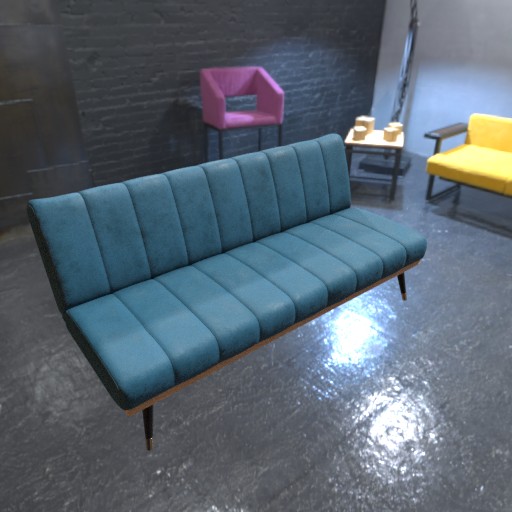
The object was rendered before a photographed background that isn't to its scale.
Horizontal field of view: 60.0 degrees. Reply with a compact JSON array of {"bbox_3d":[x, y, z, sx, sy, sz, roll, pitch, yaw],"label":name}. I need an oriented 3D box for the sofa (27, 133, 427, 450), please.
[{"bbox_3d":[0.000,0.000,2.232,1.810,0.825,0.830,-21,35,-33],"label":"sofa"}]
